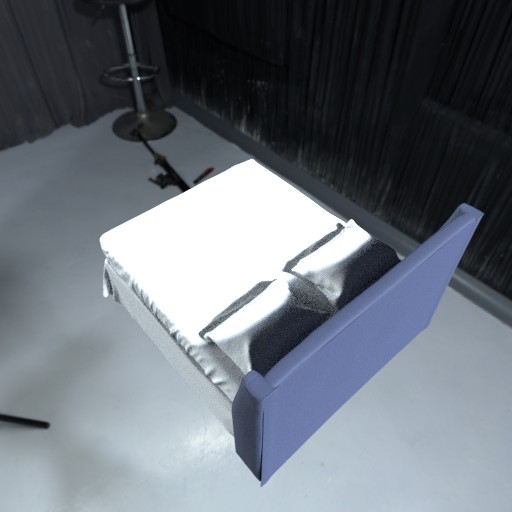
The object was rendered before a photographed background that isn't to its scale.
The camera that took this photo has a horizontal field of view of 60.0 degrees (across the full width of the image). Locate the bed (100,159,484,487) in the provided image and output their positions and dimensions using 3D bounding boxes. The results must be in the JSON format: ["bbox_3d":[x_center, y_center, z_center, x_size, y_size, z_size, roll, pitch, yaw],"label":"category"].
[{"bbox_3d":[0.000,0.000,3.435,1.925,1.332,2.276,-33,55,-27],"label":"bed"}]
